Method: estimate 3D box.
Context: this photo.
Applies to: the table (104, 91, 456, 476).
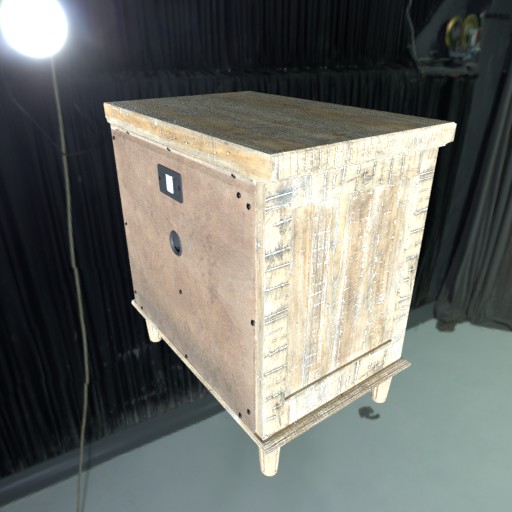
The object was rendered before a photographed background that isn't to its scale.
[{"bbox_3d":[0.000,0.000,1.131,0.457,0.711,0.686,-18,31,-32],"label":"table"}]
